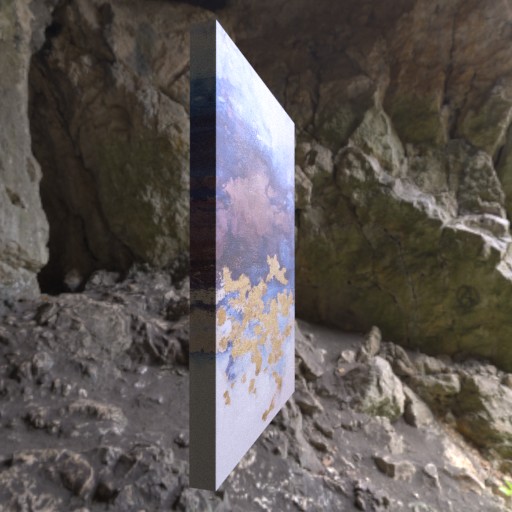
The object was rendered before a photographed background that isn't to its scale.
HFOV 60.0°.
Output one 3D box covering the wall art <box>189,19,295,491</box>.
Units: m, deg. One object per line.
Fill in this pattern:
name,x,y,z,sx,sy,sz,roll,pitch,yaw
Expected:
wall art,0.000,0.000,0.757,0.036,0.581,0.437,0,-1,18
